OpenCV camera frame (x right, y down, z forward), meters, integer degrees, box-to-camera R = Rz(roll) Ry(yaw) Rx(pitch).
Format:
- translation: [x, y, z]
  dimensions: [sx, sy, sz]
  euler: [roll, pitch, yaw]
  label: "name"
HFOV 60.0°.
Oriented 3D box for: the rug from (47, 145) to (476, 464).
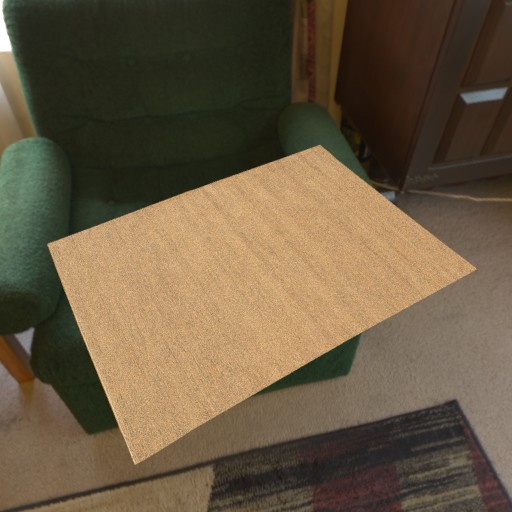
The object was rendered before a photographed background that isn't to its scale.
- translation: [0.000, 0.000, 2.857]
  dimensions: [2.264, 0.030, 1.624]
  euler: [-24, 52, -20]
  label: "rug"
